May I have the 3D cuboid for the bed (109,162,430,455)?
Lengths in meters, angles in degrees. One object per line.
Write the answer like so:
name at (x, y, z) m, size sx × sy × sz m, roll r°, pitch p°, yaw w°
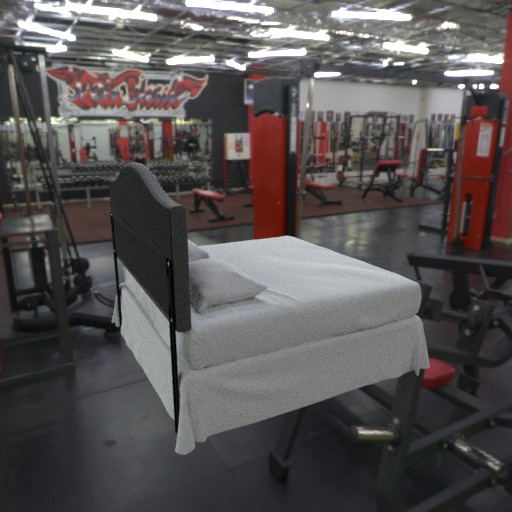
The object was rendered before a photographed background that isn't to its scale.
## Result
bed at (0.000, 0.000, 3.876) m, size 2.219 × 1.651 × 2.314 m, roll -8°, pitch 17°, yaw -26°
